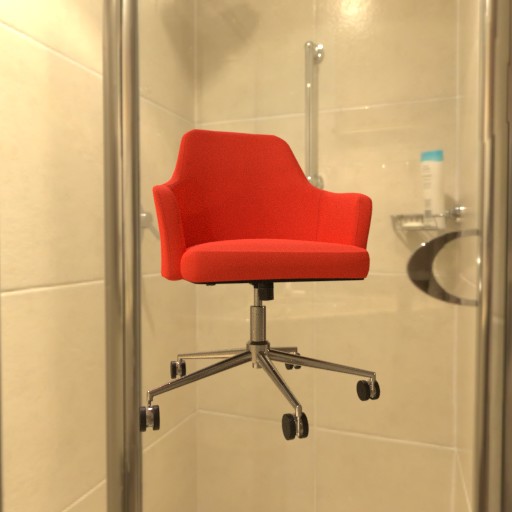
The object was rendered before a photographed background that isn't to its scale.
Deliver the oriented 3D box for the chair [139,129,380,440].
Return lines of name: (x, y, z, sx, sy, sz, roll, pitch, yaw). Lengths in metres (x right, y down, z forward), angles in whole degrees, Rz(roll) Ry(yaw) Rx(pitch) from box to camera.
chair: (0.000, 0.000, 1.255, 0.655, 0.820, 0.600, 0, 1, -17)
